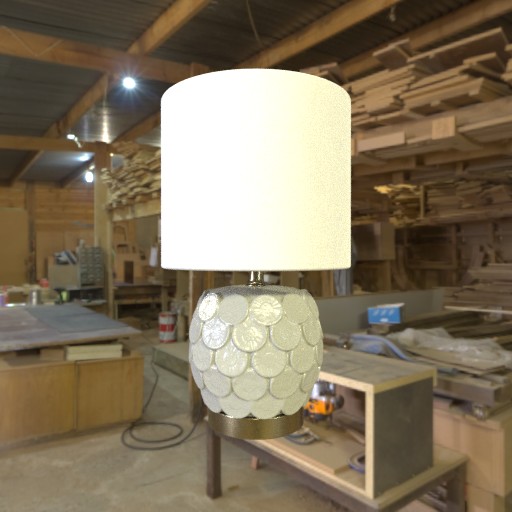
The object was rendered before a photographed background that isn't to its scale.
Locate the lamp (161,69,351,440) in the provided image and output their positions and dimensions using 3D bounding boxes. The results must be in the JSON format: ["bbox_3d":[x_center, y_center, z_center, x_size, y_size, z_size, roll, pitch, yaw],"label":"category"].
[{"bbox_3d":[0.000,0.000,0.609,0.254,0.452,0.254,0,0,0],"label":"lamp"}]
